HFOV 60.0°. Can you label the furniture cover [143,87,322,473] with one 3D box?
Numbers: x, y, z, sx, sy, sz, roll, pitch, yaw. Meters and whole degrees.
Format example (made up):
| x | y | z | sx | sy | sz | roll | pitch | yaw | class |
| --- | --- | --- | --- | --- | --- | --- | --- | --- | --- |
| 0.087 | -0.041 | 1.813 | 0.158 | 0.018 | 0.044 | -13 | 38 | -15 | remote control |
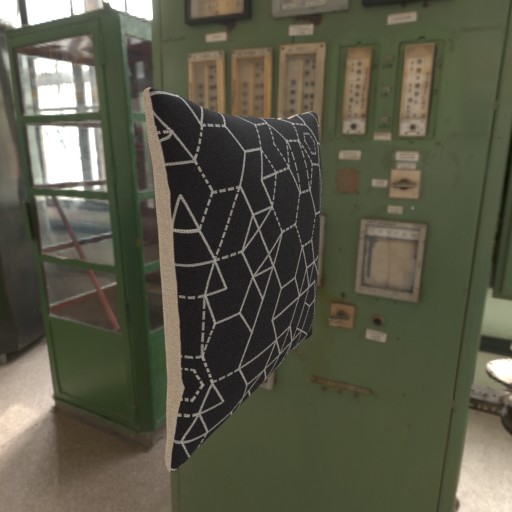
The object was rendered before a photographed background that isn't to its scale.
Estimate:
| x | y | z | sx | sy | sz | roll | pitch | yaw | class |
| --- | --- | --- | --- | --- | --- | --- | --- | --- | --- |
| 0.000 | 0.000 | 0.775 | 0.158 | 0.508 | 0.517 | 8 | 17 | 27 | furniture cover |
